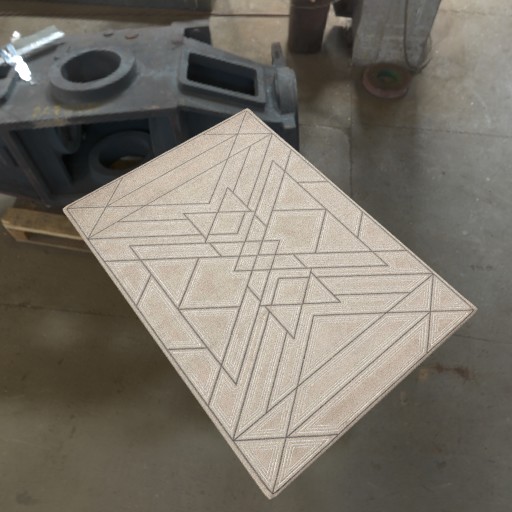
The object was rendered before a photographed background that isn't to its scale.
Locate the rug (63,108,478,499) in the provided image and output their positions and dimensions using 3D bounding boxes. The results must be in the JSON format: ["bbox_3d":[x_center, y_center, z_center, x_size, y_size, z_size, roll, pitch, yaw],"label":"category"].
[{"bbox_3d":[0.000,0.000,4.279,2.436,0.026,3.381,-34,65,-19],"label":"rug"}]
